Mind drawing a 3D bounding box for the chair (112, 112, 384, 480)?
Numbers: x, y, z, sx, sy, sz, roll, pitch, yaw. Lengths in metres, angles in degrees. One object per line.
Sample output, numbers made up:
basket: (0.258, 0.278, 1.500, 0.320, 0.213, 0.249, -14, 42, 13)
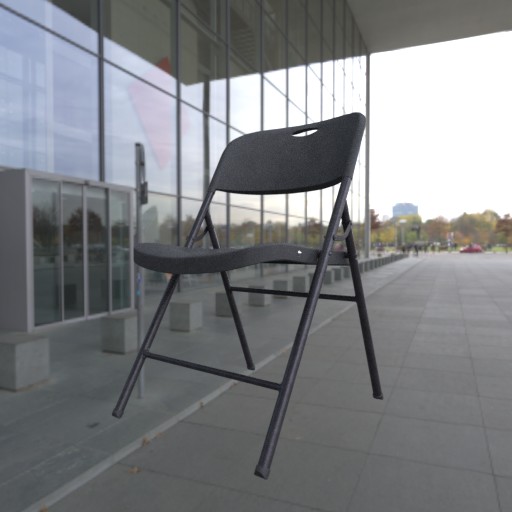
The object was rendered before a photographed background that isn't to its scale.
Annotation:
chair: (0.000, 0.000, 1.177, 0.494, 0.810, 0.567, 1, 2, 39)
